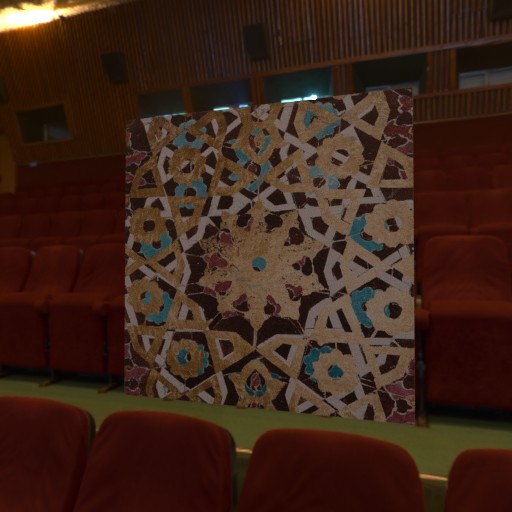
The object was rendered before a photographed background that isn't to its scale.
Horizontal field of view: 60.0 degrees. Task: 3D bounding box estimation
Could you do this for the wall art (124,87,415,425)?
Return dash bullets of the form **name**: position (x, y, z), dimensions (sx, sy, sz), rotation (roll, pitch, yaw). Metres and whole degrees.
- **wall art**: position (0.000, 0.000, 1.129), dimensions (0.757, 0.762, 0.028), rotation (0, -1, 18)
